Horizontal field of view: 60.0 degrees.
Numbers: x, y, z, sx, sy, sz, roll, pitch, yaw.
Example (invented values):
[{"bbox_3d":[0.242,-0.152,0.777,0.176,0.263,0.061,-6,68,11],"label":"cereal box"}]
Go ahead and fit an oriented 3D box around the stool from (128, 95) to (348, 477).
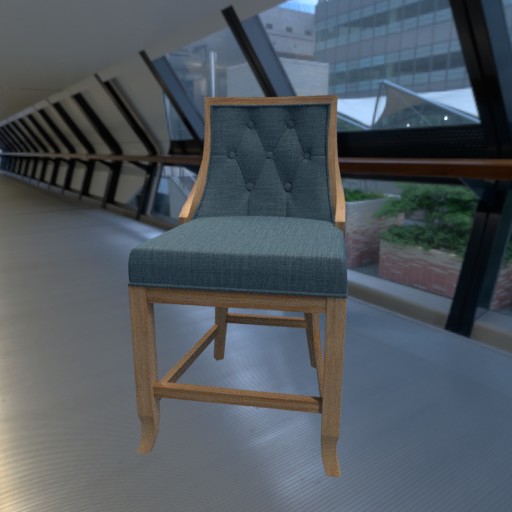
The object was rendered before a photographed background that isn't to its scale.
[{"bbox_3d":[0.000,0.000,1.302,0.524,0.938,0.626,2,14,10],"label":"stool"}]
